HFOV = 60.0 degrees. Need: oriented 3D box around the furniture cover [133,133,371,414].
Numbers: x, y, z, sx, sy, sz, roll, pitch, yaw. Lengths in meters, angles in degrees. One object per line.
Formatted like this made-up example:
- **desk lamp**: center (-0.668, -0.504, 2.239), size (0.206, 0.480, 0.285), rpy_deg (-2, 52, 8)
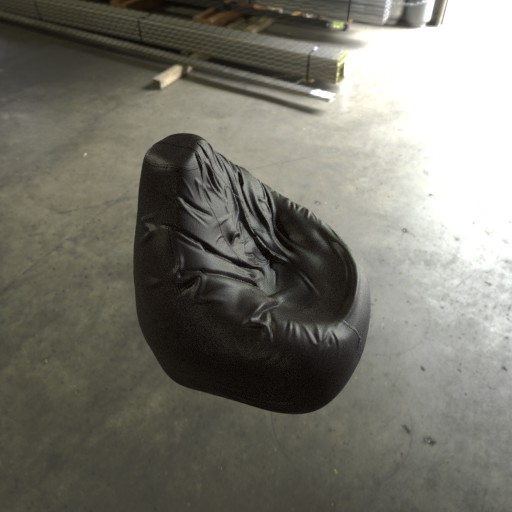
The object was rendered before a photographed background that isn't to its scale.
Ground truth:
- **furniture cover**: center (0.000, 0.000, 1.924), size (1.070, 0.990, 1.070), rpy_deg (11, 45, 11)
